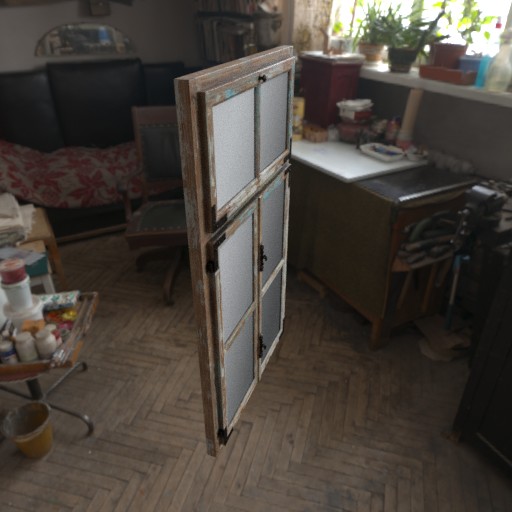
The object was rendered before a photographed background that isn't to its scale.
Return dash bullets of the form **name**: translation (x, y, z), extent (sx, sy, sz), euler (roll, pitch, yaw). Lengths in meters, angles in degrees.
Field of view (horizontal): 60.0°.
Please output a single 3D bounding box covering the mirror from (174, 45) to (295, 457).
- **mirror**: translation (0.000, 0.000, 1.483), extent (0.083, 1.213, 0.707), euler (11, 33, 18)
